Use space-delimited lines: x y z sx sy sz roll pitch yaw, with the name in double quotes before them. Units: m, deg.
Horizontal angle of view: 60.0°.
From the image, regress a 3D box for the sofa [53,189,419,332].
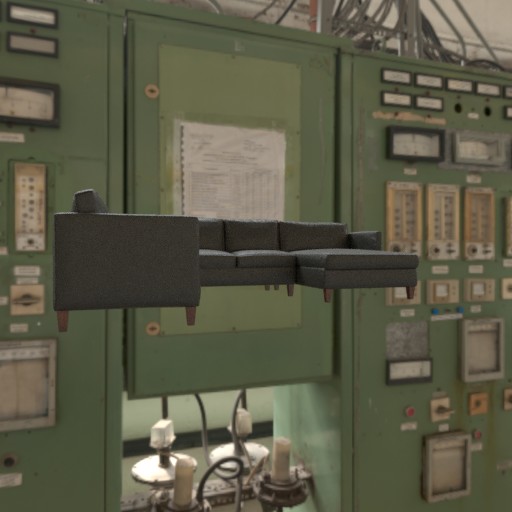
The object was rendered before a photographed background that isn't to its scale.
"sofa" 0.000 0.000 4.451 3.460 0.923 2.593 0 1 -18
